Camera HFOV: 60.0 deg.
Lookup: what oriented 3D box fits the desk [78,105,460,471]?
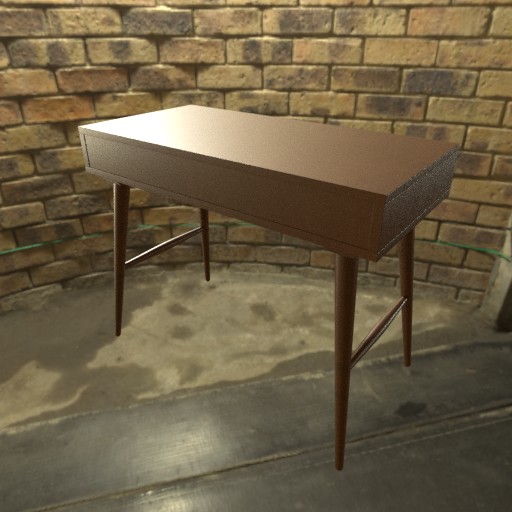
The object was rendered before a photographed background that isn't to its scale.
[{"bbox_3d":[0.000,0.000,1.394,0.949,0.758,0.510,20,34,32],"label":"desk"}]
